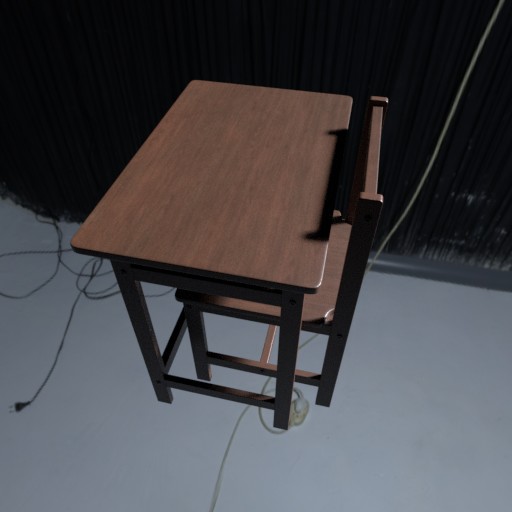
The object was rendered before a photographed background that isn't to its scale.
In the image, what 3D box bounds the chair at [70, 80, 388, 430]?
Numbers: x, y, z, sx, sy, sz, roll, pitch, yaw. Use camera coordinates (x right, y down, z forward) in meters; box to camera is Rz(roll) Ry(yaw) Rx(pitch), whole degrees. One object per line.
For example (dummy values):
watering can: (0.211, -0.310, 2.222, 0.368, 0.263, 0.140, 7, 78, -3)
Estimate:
chair: (0.000, 0.000, 1.043, 0.463, 0.673, 0.599, 9, 47, 9)
